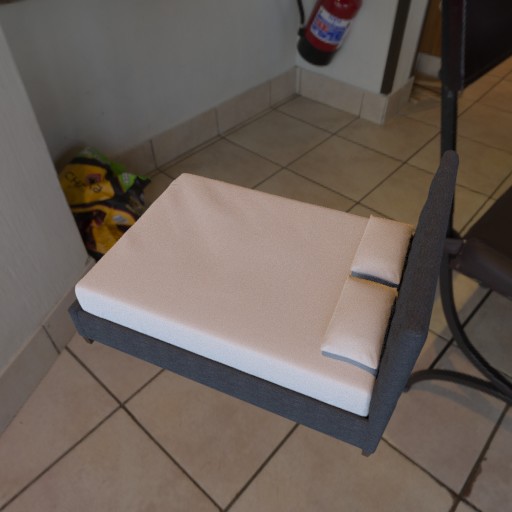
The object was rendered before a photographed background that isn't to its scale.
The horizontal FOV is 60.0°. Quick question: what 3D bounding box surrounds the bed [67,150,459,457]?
[{"bbox_3d":[0.000,0.000,3.339,2.387,1.427,1.698,17,47,16],"label":"bed"}]
